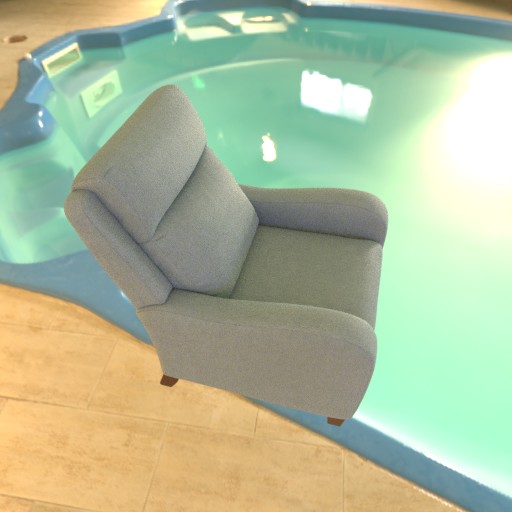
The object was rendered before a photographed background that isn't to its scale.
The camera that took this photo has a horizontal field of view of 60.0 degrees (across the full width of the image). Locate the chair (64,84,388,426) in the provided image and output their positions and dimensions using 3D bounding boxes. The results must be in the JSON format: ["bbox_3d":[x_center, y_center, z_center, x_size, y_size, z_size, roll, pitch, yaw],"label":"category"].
[{"bbox_3d":[0.000,0.000,1.730,0.988,1.067,0.785,11,47,10],"label":"chair"}]
